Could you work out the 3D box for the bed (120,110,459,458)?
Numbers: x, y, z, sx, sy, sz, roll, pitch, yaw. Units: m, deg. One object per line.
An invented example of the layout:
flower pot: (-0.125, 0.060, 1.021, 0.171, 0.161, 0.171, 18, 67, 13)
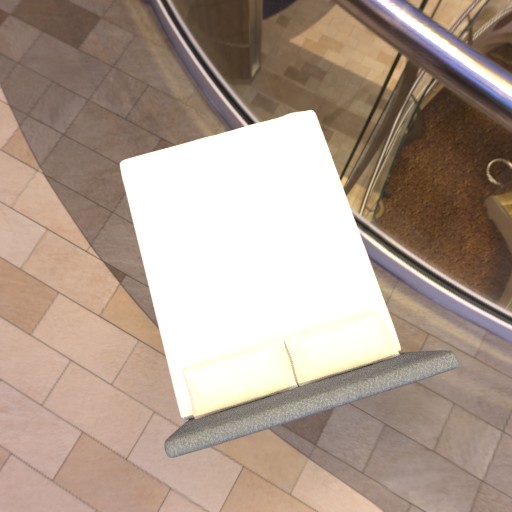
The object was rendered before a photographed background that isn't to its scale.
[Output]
bed: (0.000, 0.000, 3.199, 1.723, 1.330, 2.142, -16, 77, -4)
